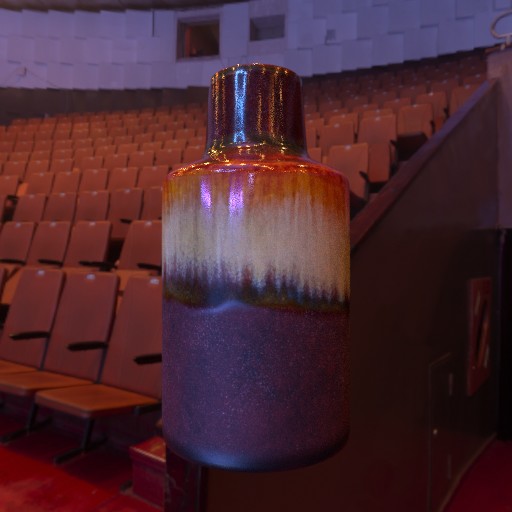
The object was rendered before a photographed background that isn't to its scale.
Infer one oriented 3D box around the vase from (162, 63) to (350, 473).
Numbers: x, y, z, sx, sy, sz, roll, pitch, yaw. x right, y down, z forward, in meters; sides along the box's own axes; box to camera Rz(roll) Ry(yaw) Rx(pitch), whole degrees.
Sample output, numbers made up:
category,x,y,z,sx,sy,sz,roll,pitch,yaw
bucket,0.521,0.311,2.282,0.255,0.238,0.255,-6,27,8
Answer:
category,x,y,z,sx,sy,sz,roll,pitch,yaw
vase,0.000,0.000,0.260,0.108,0.204,0.108,0,0,0
